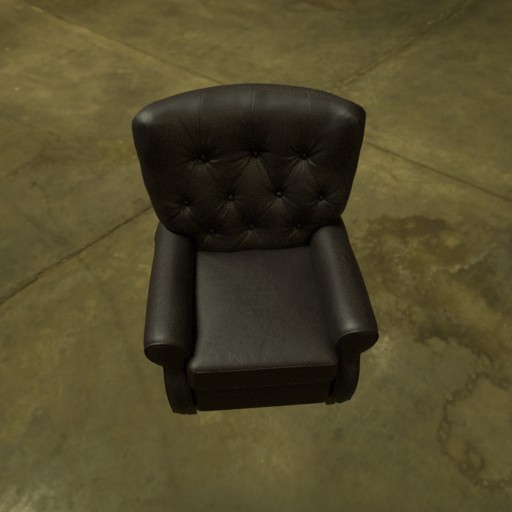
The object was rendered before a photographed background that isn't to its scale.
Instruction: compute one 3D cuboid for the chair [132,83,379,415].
[{"bbox_3d":[0.000,0.000,1.944,0.948,1.158,1.058,-3,46,-3],"label":"chair"}]
